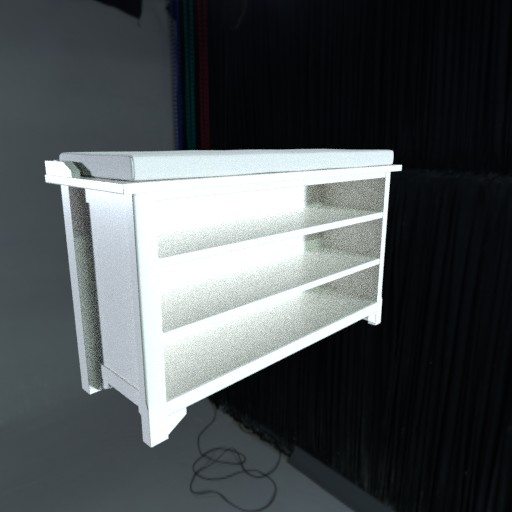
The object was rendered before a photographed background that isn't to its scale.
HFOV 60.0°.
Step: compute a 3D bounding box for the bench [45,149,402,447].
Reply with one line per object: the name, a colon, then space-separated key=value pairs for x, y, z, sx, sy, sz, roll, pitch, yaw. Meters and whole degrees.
bench: x=0.000 y=0.000 z=1.269 sx=0.346 sy=0.589 sz=0.987 roll=14 pitch=20 yaw=43
